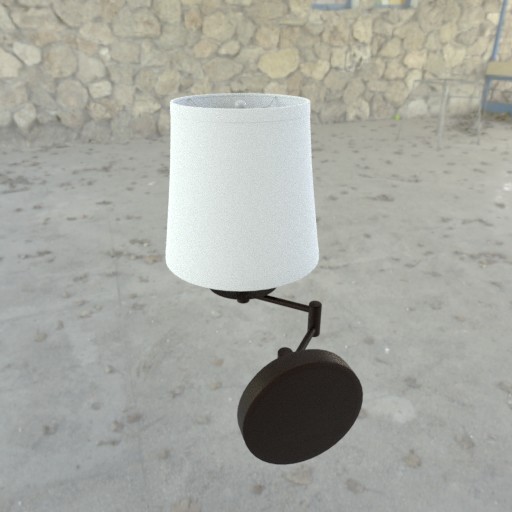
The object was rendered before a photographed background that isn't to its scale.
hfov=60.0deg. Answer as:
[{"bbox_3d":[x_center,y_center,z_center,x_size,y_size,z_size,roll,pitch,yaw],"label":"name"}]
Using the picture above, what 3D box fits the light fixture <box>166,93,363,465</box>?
[{"bbox_3d":[0.000,0.000,0.265,0.100,0.172,0.157,-8,27,-17],"label":"light fixture"}]
